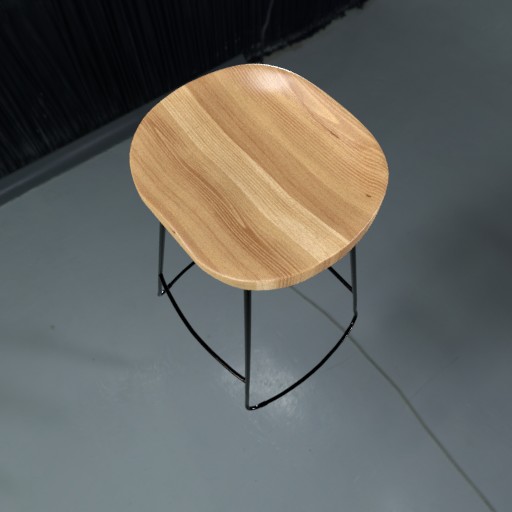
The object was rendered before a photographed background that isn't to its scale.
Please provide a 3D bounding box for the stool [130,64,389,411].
[{"bbox_3d":[0.000,0.000,0.974,0.401,0.679,0.480,-36,69,-17],"label":"stool"}]
